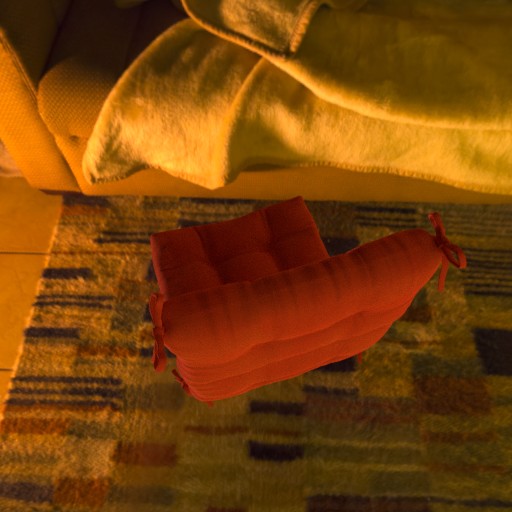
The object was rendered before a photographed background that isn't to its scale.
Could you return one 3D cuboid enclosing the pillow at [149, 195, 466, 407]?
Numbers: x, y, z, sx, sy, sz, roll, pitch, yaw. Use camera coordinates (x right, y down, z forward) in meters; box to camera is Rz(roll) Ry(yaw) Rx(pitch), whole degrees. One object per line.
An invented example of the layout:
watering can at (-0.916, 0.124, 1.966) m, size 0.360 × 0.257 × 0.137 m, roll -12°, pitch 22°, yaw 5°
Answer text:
pillow at (0.000, 0.000, 0.997) m, size 0.519 × 0.605 × 0.571 m, roll -16°, pitch 60°, yaw -10°
